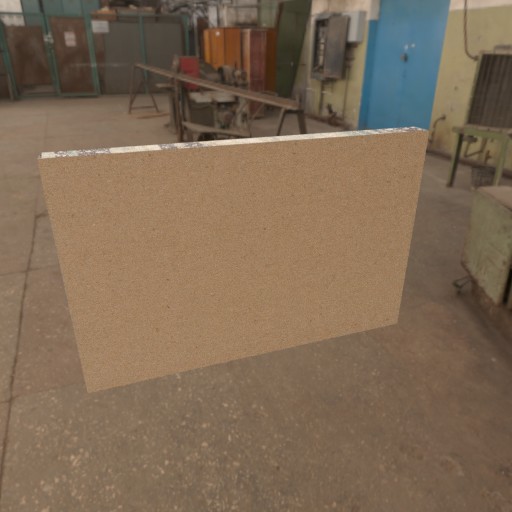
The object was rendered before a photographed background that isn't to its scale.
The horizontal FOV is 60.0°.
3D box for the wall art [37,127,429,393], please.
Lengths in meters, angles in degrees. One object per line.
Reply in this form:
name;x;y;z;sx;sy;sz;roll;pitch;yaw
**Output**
wall art;0.000;0.000;0.772;0.618;0.398;0.042;-9;27;-17
